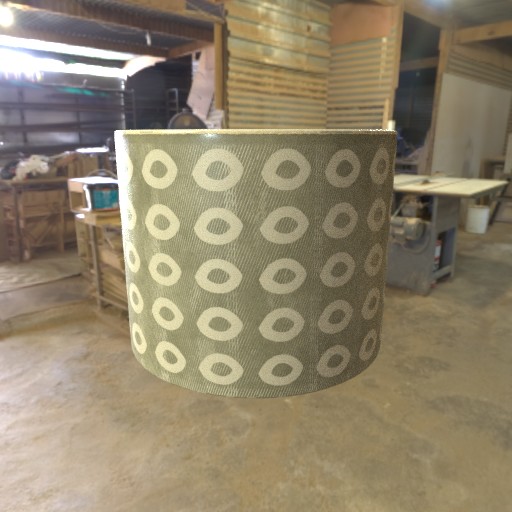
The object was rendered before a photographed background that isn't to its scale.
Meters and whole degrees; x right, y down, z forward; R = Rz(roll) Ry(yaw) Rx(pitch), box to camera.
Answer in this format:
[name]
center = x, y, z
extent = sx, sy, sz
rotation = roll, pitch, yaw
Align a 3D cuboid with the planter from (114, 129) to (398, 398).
[planter]
center = 0.000, 0.000, 0.440
extent = 0.250, 0.239, 0.250
rotation = 0, 15, 0
